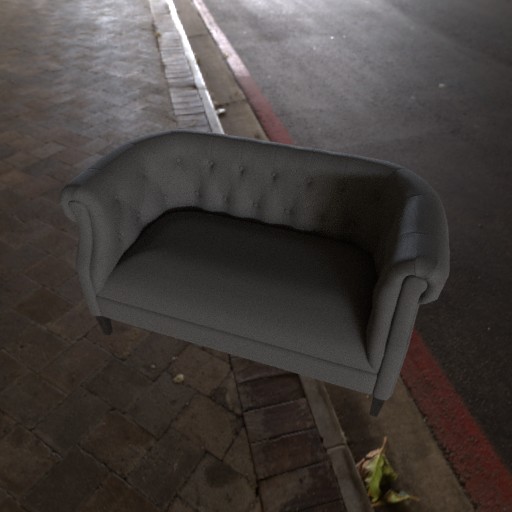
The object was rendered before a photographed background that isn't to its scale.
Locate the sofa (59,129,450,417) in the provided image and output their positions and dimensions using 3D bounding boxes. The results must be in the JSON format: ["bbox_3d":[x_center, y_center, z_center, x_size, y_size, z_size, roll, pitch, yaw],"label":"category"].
[{"bbox_3d":[0.000,0.000,2.084,1.558,0.827,0.835,13,43,14],"label":"sofa"}]
